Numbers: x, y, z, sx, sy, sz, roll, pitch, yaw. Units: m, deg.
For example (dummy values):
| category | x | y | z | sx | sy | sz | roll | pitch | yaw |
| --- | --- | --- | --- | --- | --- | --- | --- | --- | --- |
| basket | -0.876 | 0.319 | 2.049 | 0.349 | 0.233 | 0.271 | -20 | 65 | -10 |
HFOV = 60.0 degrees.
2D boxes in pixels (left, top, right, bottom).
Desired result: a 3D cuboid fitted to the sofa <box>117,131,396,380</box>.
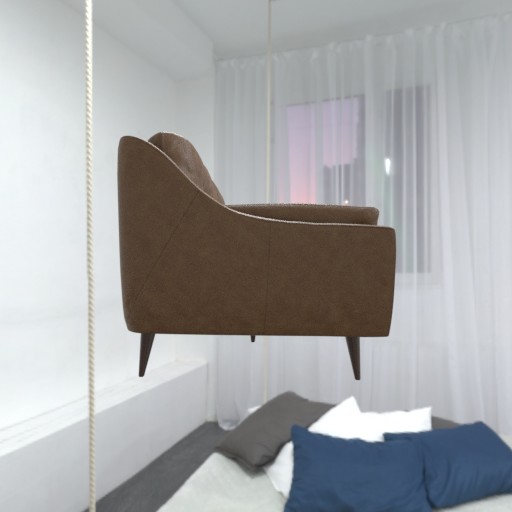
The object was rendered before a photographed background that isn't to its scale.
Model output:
| category | x | y | z | sx | sy | sz | roll | pitch | yaw |
| --- | --- | --- | --- | --- | --- | --- | --- | --- | --- |
| sofa | 0.000 | 0.000 | 2.283 | 0.981 | 0.886 | 1.731 | 0 | 0 | 0 |
